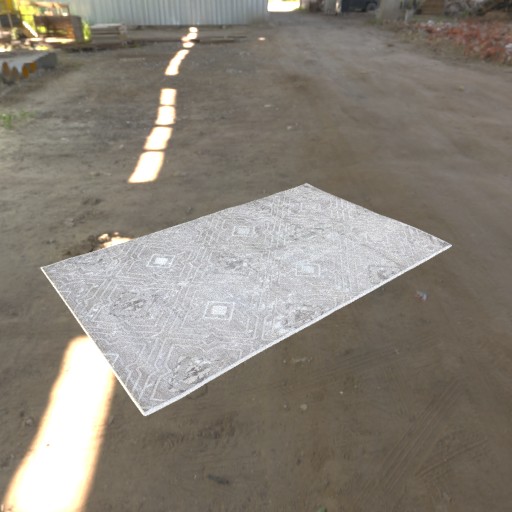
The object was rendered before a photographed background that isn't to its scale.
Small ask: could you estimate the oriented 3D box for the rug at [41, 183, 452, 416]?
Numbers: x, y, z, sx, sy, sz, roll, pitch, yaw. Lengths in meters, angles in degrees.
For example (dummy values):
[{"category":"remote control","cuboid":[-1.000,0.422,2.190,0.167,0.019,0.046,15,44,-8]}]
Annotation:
[{"category":"rug","cuboid":[0.000,0.000,3.086,2.447,0.036,1.537,-22,37,-32]}]
